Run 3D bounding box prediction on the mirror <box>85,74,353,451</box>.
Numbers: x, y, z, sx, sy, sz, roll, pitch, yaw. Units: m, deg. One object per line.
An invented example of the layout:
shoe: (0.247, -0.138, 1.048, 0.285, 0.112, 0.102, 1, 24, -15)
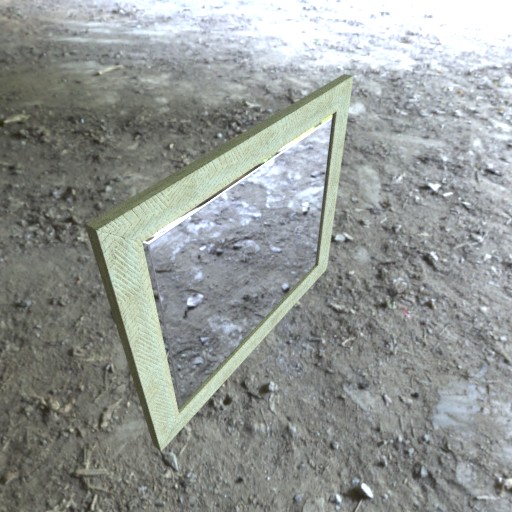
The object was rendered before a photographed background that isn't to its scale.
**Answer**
mirror: (0.000, 0.000, 1.141, 0.028, 0.689, 0.839, 25, 46, 27)
